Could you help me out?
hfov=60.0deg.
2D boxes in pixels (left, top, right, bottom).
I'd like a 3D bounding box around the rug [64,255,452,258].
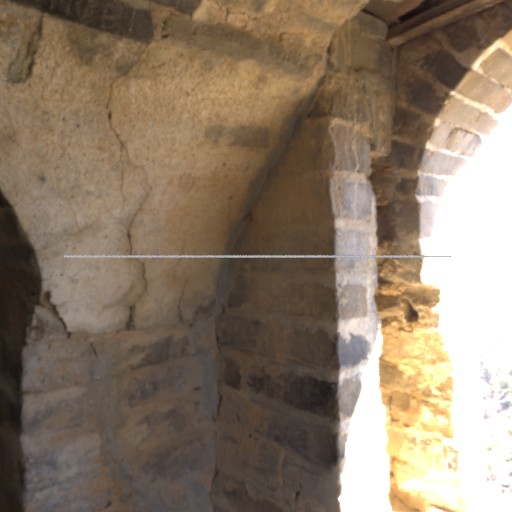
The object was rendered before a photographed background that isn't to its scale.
[{"bbox_3d":[0.000,0.000,2.856,1.522,0.008,2.284,0,0,-1],"label":"rug"}]
